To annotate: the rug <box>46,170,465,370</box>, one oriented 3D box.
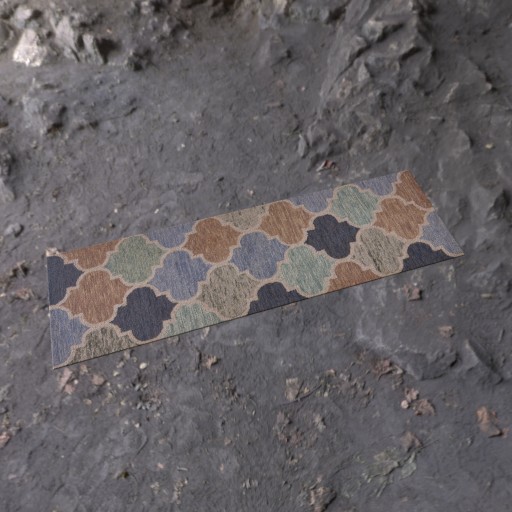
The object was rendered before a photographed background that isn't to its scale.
[{"bbox_3d":[0.000,0.000,2.524,2.287,0.011,0.687,-14,59,-9],"label":"rug"}]
